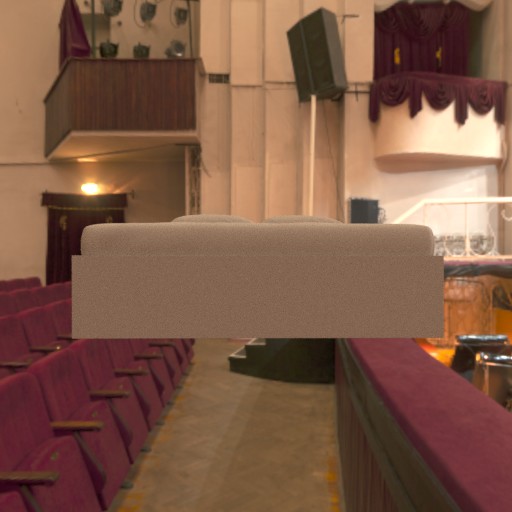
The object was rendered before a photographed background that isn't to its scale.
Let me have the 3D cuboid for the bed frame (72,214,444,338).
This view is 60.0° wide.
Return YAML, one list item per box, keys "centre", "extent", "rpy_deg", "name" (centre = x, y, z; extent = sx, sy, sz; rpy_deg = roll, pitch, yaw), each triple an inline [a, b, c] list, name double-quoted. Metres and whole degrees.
- centre: [0.000, 0.000, 2.694]
  extent: [1.450, 0.629, 1.950]
  rpy_deg: [0, 0, -1]
  name: "bed frame"
